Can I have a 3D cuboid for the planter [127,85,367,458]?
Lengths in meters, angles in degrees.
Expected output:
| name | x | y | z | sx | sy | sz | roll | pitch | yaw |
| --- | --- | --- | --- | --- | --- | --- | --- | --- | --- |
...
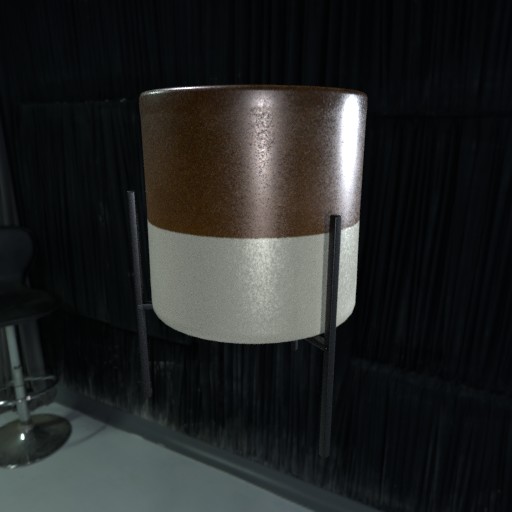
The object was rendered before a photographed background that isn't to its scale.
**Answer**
| name | x | y | z | sx | sy | sz | roll | pitch | yaw |
| --- | --- | --- | --- | --- | --- | --- | --- | --- | --- |
| planter | 0.000 | 0.000 | 0.551 | 0.255 | 0.375 | 0.269 | 8 | 17 | 25 |
